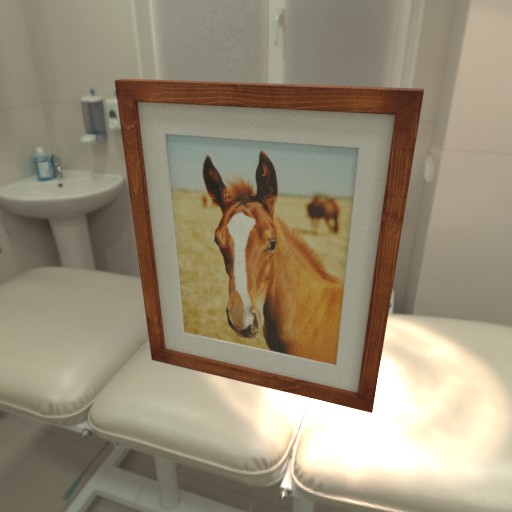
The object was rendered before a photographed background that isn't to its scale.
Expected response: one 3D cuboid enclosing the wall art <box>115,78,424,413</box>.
[{"bbox_3d":[0.000,0.000,0.768,0.462,0.558,0.030,9,28,17],"label":"wall art"}]
